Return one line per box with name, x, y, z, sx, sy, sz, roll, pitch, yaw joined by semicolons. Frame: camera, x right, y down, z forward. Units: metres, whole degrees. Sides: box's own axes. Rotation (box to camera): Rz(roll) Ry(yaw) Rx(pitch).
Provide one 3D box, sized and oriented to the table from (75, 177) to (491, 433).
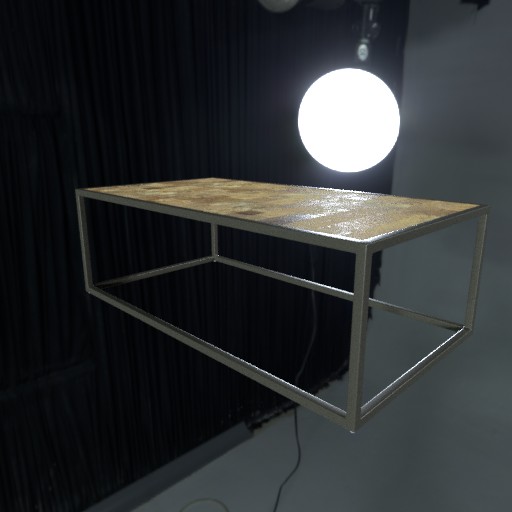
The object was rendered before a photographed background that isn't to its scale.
table;0.000;0.000;1.470;1.199;0.398;0.649;15;21;43
